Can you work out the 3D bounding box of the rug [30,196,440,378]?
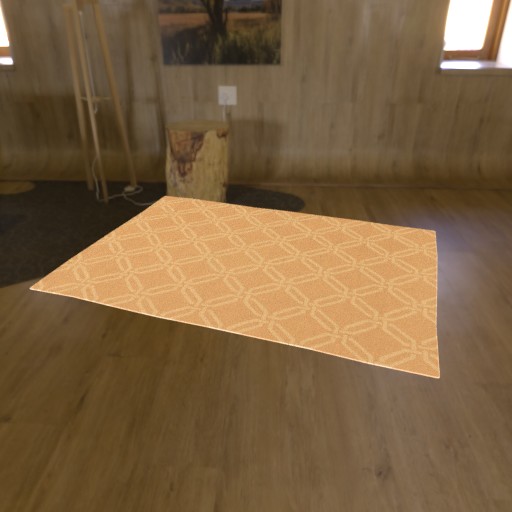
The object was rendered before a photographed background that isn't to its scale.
[{"bbox_3d":[0.000,0.000,2.758,2.135,0.013,1.524,9,30,17],"label":"rug"}]
